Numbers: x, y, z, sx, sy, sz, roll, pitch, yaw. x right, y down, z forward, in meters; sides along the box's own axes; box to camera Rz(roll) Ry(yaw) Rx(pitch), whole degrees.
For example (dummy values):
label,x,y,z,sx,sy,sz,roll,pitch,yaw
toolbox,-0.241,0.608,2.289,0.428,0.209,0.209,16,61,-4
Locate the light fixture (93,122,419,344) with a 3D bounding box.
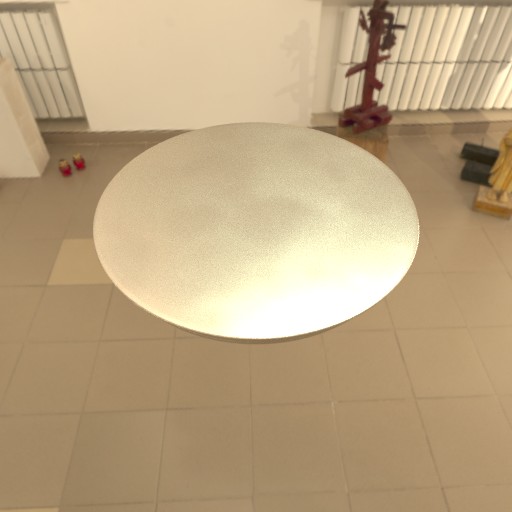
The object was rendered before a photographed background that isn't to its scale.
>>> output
label,x,y,z,sx,sy,sz,roll,pitch,yaw
light fixture,0.000,0.000,0.439,0.280,0.135,0.280,0,46,0
